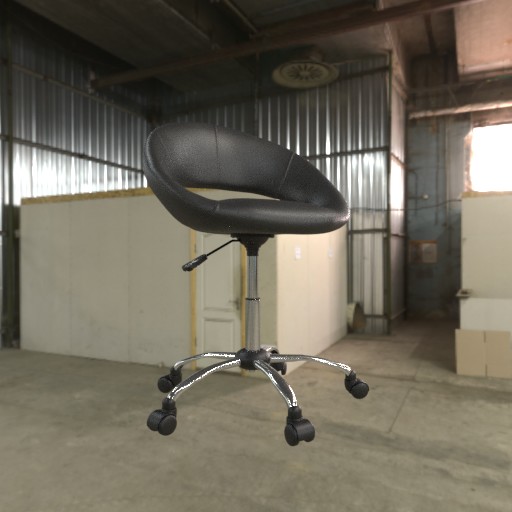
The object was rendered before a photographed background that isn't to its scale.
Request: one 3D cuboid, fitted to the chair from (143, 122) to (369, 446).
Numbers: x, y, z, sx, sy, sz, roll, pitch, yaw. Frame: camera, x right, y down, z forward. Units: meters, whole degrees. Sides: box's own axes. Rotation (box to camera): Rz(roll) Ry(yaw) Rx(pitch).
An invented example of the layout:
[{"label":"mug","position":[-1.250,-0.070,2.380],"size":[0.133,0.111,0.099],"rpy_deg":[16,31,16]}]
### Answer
[{"label":"chair","position":[0.000,0.000,1.171],"size":[0.612,0.791,0.538],"rpy_deg":[-1,1,-35]}]
